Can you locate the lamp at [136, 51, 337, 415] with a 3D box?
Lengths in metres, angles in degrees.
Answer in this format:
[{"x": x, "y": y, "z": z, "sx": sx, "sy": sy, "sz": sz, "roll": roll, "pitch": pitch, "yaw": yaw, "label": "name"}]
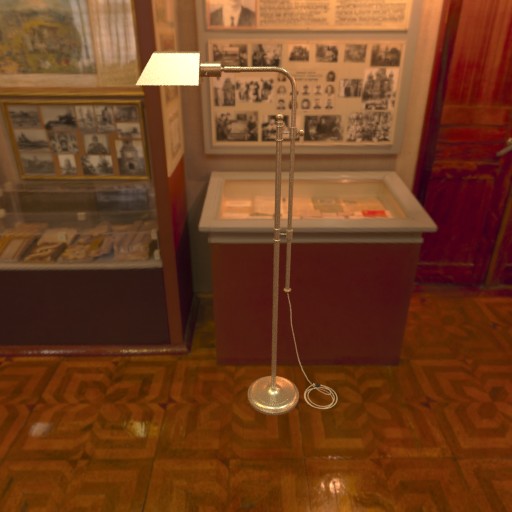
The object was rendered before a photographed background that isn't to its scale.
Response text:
[{"x": 0.000, "y": 0.000, "z": 1.874, "sx": 0.813, "sy": 1.571, "sz": 0.256, "roll": 1, "pitch": 27, "yaw": 1, "label": "lamp"}]
